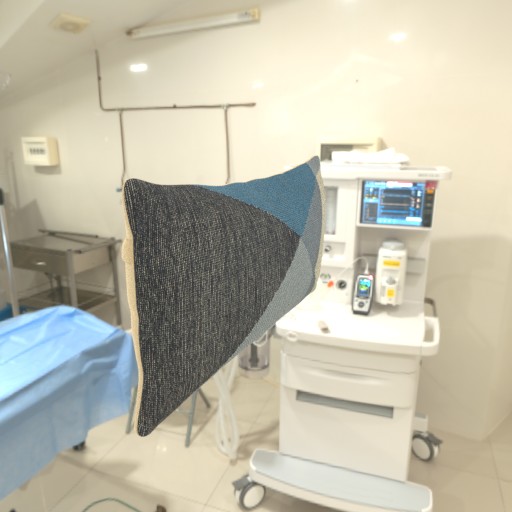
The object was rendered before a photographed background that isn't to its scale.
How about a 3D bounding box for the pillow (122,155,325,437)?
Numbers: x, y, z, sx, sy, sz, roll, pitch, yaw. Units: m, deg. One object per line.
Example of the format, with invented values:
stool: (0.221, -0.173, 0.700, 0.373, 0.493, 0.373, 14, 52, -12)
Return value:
pillow: (0.000, 0.000, 0.738, 0.148, 0.307, 0.604, 8, 17, 26)
